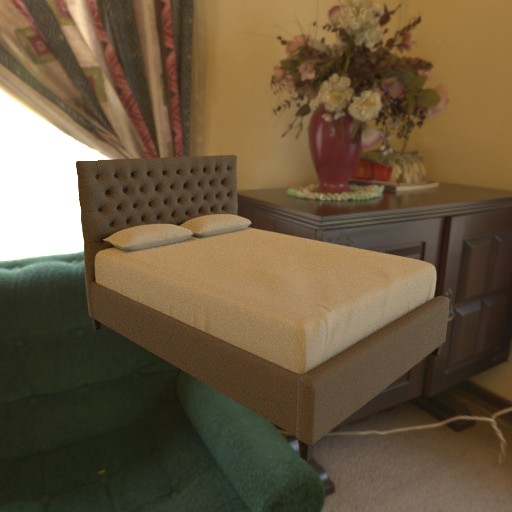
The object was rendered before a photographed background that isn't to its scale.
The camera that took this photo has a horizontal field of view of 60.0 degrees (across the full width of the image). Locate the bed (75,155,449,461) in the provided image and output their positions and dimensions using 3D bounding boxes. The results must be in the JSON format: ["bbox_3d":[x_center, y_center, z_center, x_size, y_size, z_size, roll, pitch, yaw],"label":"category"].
[{"bbox_3d":[0.000,0.000,3.419,2.387,1.427,1.698,14,20,43],"label":"bed"}]
